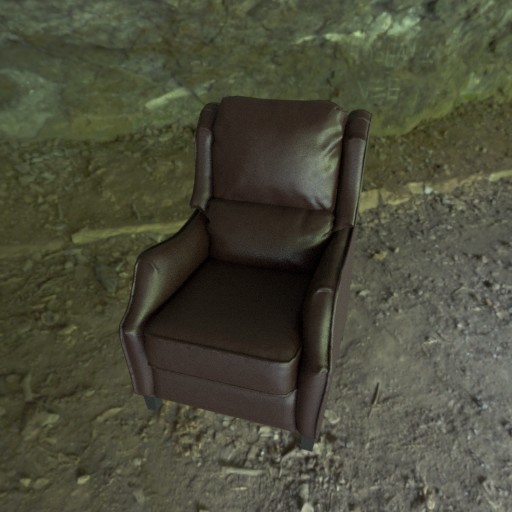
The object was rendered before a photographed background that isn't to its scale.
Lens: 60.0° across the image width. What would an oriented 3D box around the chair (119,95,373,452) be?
[{"bbox_3d":[0.000,0.000,1.786,0.770,1.132,0.982,8,28,16],"label":"chair"}]
